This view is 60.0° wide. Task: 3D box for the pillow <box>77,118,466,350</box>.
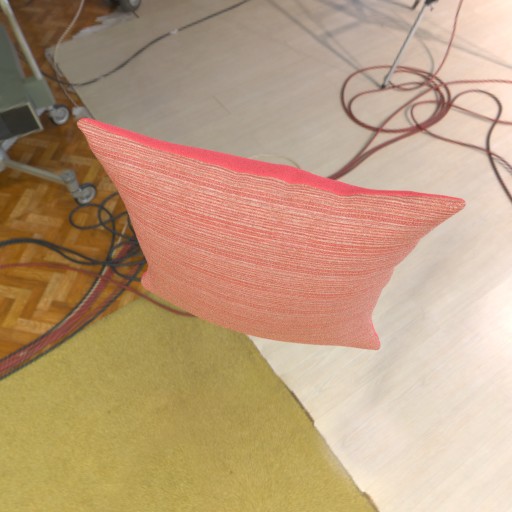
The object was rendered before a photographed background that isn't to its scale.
[{"bbox_3d":[0.000,0.000,0.793,0.559,0.501,0.229,14,59,9],"label":"pillow"}]
